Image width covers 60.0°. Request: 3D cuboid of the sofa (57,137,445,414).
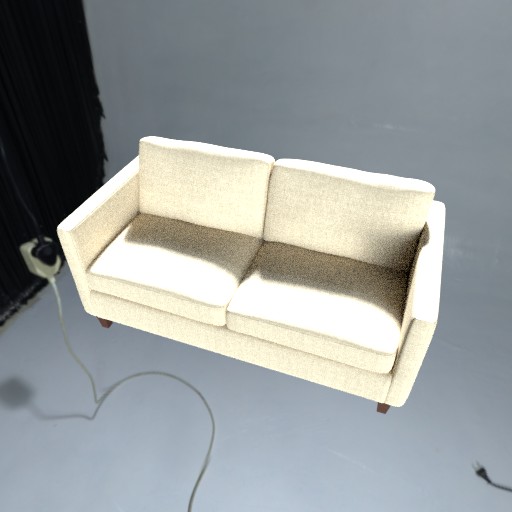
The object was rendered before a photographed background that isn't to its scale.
[{"bbox_3d":[0.000,0.000,2.502,1.884,0.963,0.950,13,43,15],"label":"sofa"}]
